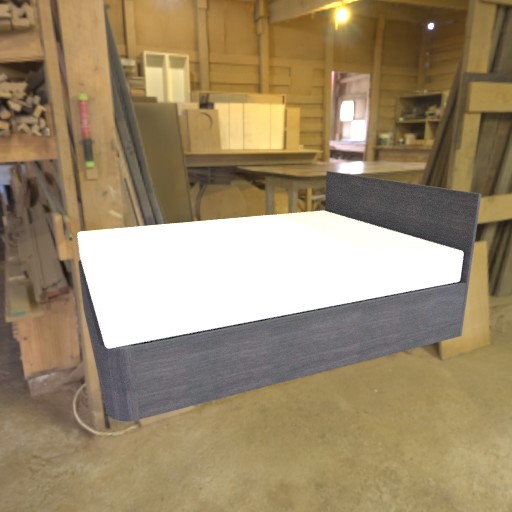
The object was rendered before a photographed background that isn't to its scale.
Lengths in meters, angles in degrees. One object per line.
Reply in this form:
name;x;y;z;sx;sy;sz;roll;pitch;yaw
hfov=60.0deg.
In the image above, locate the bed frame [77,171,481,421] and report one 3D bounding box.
bed frame;0.000;0.000;2.611;1.900;0.800;1.400;-7;18;-24
